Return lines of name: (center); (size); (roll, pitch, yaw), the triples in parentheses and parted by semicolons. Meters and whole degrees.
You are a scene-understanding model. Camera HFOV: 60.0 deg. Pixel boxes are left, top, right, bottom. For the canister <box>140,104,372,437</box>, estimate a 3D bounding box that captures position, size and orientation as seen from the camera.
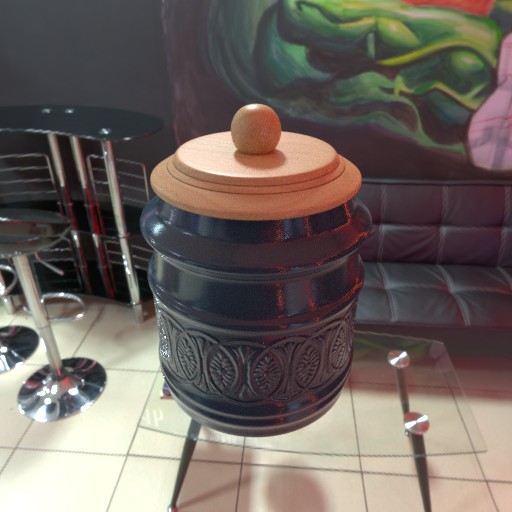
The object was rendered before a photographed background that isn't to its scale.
canister: (0.000, 0.000, 0.268); (0.130, 0.176, 0.130); (0, 30, 0)
